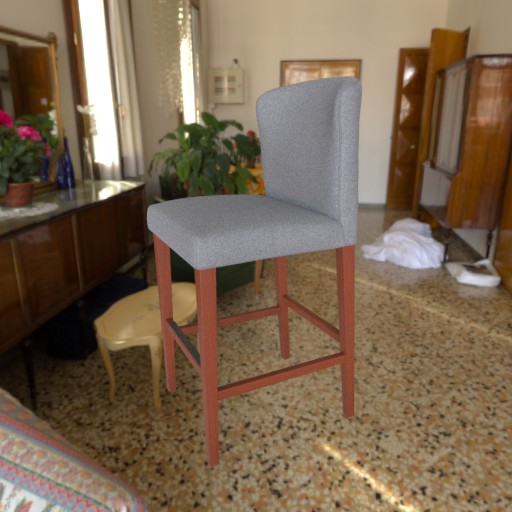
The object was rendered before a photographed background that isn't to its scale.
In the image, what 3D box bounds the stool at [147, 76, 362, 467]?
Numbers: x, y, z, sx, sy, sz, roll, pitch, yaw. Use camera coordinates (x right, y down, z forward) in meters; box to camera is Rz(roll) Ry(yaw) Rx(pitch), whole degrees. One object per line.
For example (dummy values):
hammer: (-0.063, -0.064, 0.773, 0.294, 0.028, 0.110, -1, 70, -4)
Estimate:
stool: (0.000, 0.000, 1.398, 0.568, 1.069, 0.481, -9, 19, -26)
